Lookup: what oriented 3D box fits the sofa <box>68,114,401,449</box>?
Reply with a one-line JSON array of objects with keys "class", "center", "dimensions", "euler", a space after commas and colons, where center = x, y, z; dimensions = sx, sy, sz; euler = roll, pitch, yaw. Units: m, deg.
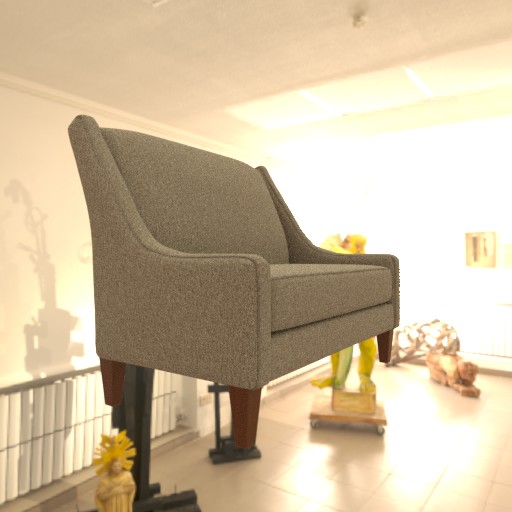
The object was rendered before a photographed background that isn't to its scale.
[{"class": "sofa", "center": [0.000, 0.000, 1.879], "dimensions": [0.862, 1.026, 1.242], "euler": [0, 0, 35]}]
